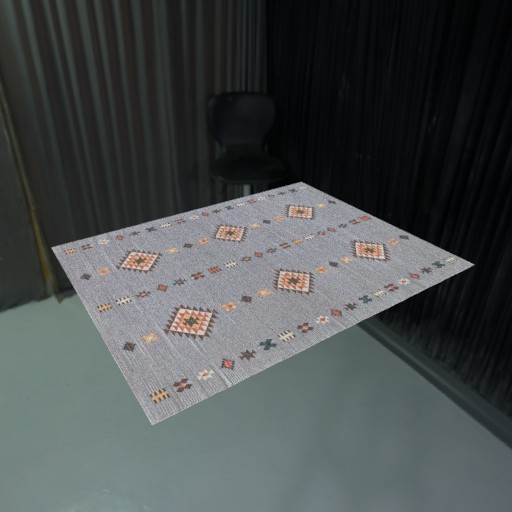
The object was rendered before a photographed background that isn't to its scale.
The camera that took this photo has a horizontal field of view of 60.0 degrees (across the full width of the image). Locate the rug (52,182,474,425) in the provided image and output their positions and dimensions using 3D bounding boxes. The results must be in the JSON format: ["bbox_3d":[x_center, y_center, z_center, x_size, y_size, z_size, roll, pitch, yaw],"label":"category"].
[{"bbox_3d":[0.000,0.000,4.063,3.035,0.008,2.425,-19,35,-29],"label":"rug"}]
